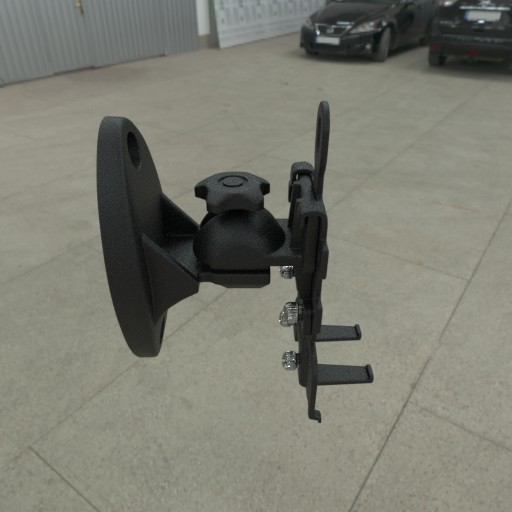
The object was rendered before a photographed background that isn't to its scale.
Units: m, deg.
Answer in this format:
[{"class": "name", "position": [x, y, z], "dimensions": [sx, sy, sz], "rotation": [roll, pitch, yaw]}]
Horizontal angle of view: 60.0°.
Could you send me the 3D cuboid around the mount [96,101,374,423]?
[{"class": "mount", "position": [0.000, 0.000, 0.174], "dimensions": [0.100, 0.118, 0.066], "rotation": [0, 33, 0]}]
